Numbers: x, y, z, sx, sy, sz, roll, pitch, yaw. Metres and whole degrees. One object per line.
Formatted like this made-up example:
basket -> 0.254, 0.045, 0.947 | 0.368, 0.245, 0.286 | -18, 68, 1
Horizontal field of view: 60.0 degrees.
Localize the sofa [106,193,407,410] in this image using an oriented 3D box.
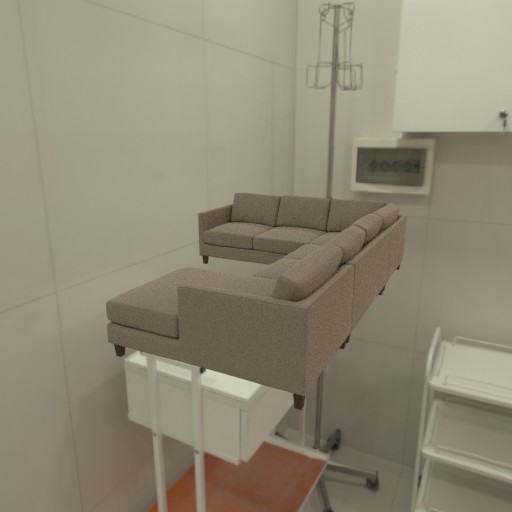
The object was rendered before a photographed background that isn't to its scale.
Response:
sofa -> 0.000, 0.000, 4.570 | 2.424, 0.865, 3.438 | 8, 17, 26
